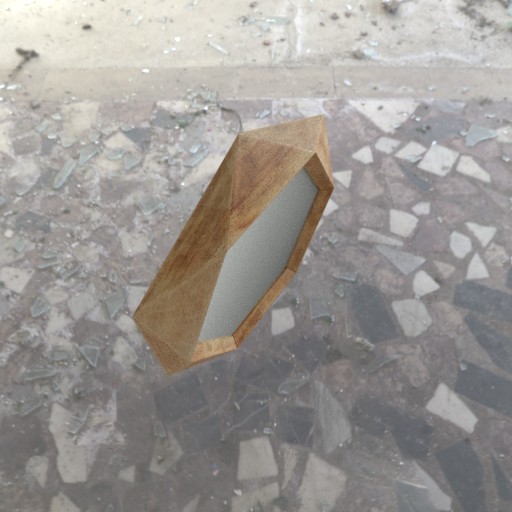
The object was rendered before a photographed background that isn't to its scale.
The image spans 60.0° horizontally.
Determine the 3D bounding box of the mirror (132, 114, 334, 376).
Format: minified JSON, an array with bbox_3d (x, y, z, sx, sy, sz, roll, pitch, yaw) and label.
[{"bbox_3d":[0.000,0.000,1.117,0.091,0.779,0.675,32,64,18],"label":"mirror"}]
